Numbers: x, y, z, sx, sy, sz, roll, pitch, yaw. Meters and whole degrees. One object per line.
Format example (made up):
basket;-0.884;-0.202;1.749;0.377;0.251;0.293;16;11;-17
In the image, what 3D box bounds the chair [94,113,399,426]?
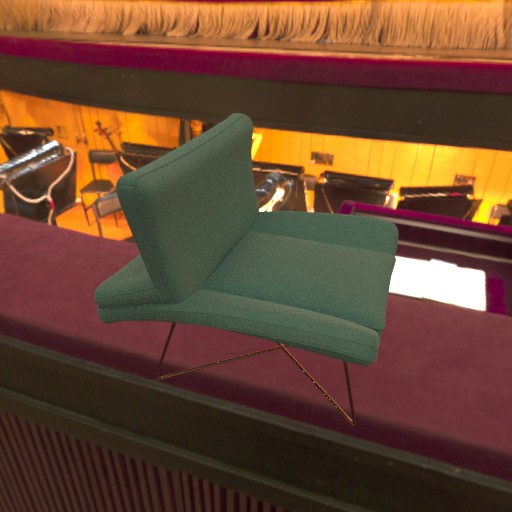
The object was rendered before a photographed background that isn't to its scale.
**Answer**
chair;0.000;0.000;1.682;1.008;0.855;0.859;10;32;17
